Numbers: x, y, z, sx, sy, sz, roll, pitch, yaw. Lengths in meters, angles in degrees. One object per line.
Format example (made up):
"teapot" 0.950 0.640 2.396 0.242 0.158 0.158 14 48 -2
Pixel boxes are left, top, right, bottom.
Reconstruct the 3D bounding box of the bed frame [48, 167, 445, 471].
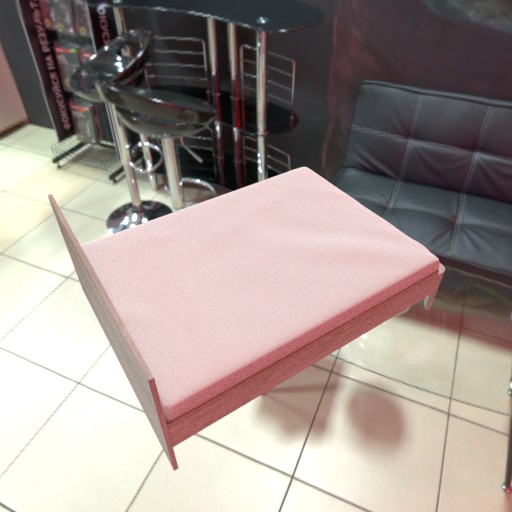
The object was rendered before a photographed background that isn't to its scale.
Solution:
"bed frame" 0.000 0.000 2.801 1.950 0.800 1.490 -24 47 -24
